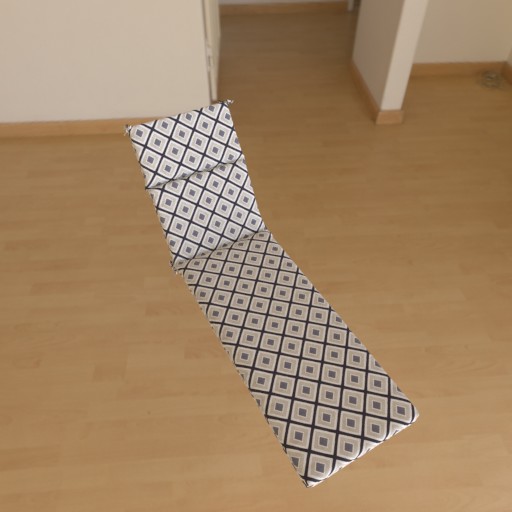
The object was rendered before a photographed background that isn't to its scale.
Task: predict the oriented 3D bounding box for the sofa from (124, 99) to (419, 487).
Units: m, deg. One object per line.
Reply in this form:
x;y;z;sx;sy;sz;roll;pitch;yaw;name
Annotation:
0.000;0.000;1.917;0.582;0.622;1.663;-22;51;-20;sofa
